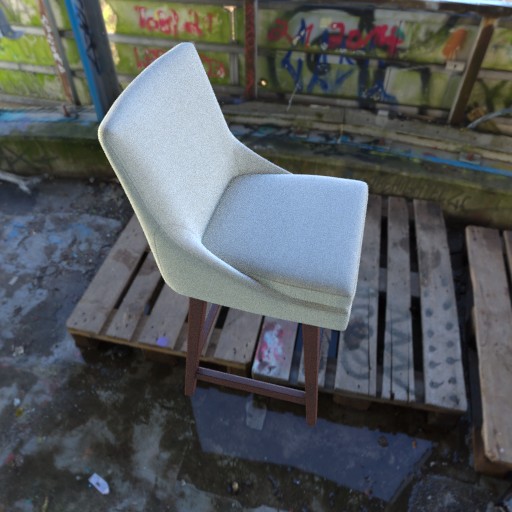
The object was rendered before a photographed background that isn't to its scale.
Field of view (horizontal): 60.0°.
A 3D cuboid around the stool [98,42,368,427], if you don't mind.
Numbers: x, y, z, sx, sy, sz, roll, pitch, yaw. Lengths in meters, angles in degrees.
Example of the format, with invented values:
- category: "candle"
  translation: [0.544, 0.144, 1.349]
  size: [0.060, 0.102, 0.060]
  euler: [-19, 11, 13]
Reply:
- category: "stool"
  translation: [0.000, 0.000, 1.271]
  size: [0.559, 0.991, 0.469]
  euler: [10, 47, 10]
